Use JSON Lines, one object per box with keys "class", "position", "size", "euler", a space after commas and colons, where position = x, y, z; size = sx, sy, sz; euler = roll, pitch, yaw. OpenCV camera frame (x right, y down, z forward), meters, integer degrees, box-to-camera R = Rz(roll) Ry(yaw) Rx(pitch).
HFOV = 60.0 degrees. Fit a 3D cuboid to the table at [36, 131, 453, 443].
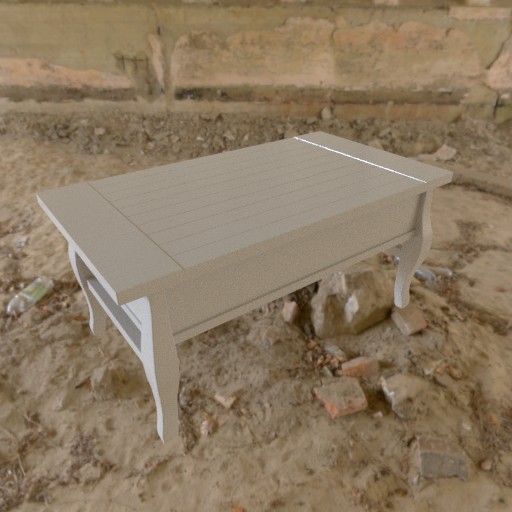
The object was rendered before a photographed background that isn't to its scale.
{"class": "table", "position": [0.000, 0.000, 1.403], "size": [1.062, 0.495, 0.600], "euler": [-21, 36, -31]}
